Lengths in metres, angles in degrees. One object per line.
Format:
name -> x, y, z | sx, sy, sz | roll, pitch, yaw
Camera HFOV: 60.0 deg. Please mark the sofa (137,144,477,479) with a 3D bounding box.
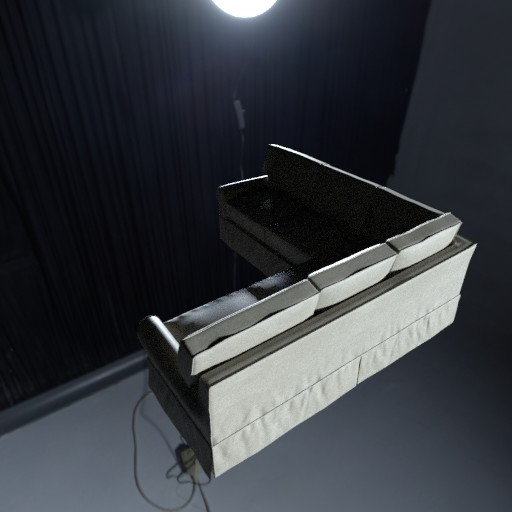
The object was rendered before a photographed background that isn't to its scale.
sofa -> 0.000, 0.000, 4.032 | 2.623, 1.081, 2.618 | -21, 38, -30
